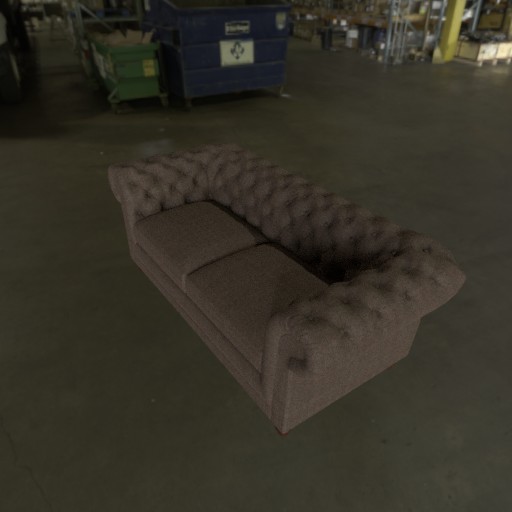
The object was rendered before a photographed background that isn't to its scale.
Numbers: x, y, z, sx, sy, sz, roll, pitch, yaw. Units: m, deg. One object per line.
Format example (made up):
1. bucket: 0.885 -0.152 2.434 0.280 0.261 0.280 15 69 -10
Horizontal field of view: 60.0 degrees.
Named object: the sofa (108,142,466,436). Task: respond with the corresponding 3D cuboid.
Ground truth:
1. sofa: 0.000 0.000 2.530 0.944 0.780 2.048 -21 38 -29
